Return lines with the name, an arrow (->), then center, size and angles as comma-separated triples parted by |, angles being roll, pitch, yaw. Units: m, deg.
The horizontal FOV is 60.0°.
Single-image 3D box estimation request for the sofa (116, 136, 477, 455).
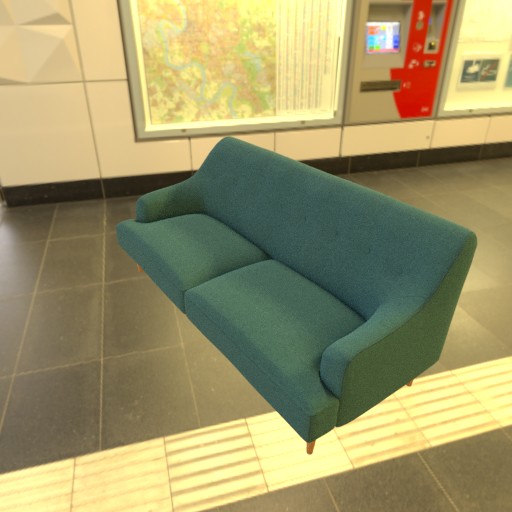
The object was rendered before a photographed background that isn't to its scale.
sofa -> 0.000, 0.000, 2.567 | 0.978, 0.871, 2.057 | -20, 35, -30
